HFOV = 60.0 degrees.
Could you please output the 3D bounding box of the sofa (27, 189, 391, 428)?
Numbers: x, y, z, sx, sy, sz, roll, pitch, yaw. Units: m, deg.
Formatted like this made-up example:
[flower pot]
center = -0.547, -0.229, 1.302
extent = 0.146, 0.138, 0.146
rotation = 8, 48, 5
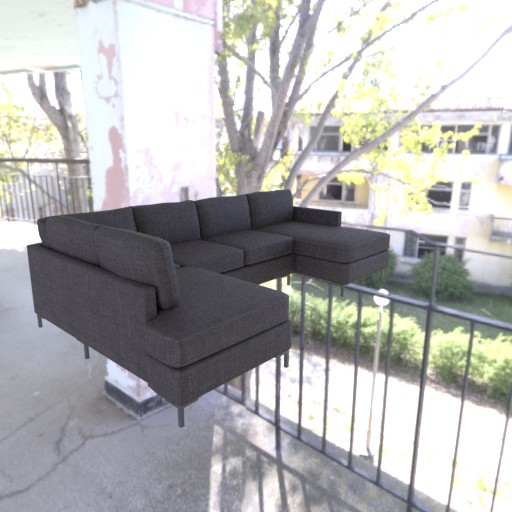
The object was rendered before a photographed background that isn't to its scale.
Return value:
[sofa]
center = 0.000, 0.000, 4.200
extent = 2.048, 0.999, 3.423
rotation = 13, 19, 41
